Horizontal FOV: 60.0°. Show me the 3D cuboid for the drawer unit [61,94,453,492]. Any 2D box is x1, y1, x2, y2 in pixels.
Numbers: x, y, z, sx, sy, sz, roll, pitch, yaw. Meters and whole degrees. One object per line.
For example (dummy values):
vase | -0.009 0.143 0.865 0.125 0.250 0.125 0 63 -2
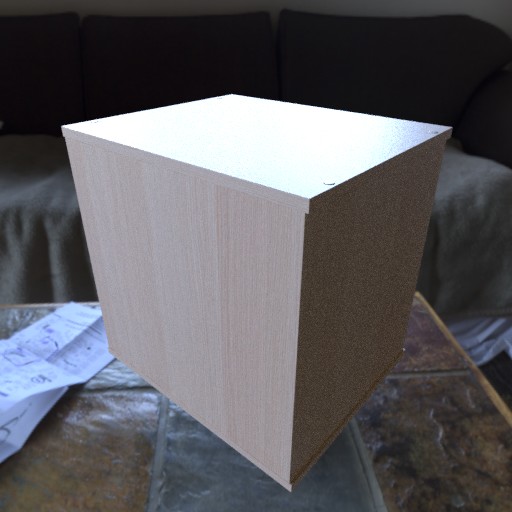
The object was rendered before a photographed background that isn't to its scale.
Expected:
drawer unit | 0.000 0.000 0.597 0.349 0.344 0.290 23 36 35
